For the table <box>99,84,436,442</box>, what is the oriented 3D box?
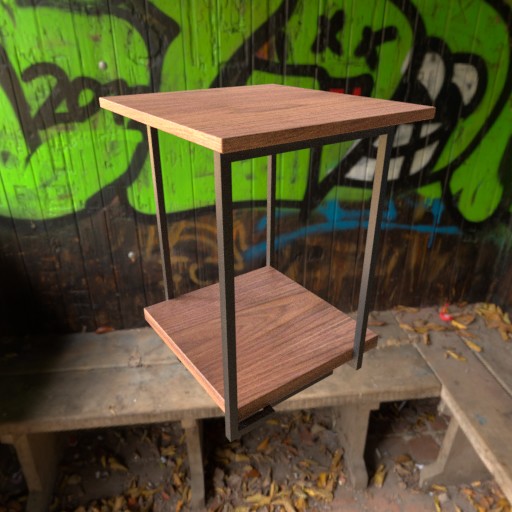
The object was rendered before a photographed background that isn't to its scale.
[{"bbox_3d":[0.000,0.000,0.855,0.384,0.567,0.411,-18,32,-31],"label":"table"}]
